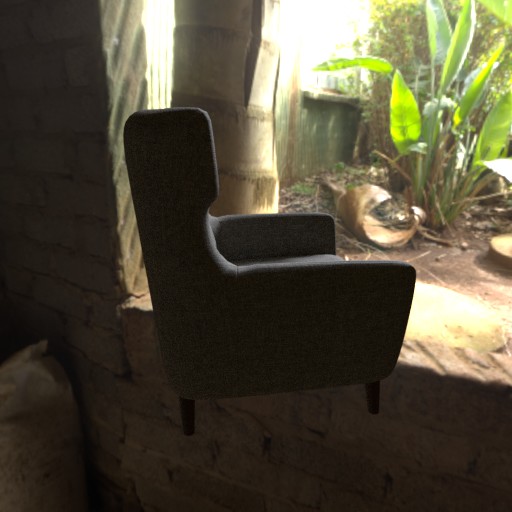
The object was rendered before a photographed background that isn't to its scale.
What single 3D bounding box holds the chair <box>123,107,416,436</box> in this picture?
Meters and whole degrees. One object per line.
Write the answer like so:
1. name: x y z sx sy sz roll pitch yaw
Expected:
1. chair: 0.000 0.000 1.704 0.904 1.063 0.878 -3 17 -9
